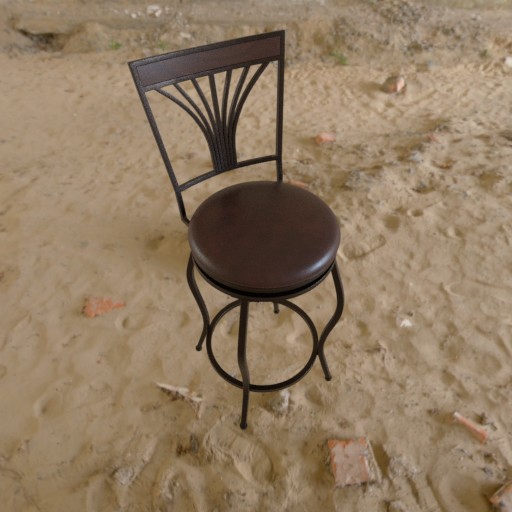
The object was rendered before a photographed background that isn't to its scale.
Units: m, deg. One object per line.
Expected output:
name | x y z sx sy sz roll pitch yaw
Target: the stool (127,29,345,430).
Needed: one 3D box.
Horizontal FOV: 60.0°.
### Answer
stool | 0.000 0.000 1.370 0.433 1.117 0.514 -23 49 -21
